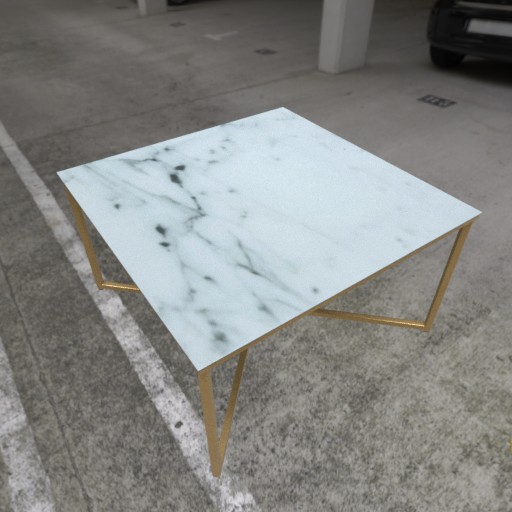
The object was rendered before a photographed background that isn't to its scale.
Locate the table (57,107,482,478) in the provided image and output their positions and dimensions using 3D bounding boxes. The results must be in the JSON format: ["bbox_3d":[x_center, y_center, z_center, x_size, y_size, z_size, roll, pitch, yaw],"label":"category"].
[{"bbox_3d":[0.000,0.000,1.310,0.800,0.450,0.800,-25,46,-26],"label":"table"}]
